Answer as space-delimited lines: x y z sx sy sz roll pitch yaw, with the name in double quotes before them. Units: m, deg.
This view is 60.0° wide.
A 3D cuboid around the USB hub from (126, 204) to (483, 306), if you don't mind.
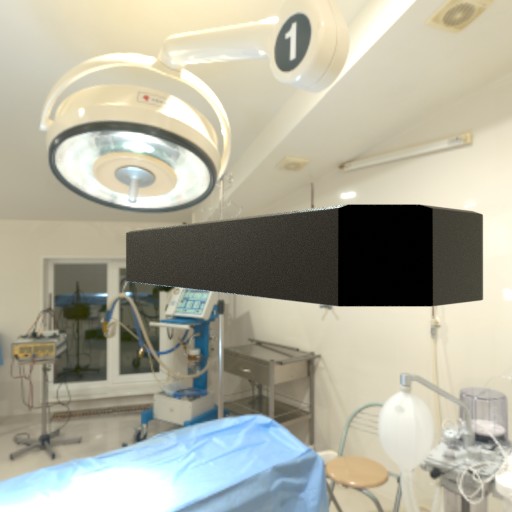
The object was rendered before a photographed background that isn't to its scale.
"USB hub" 0.000 0.000 0.161 0.044 0.023 0.145 0 0 -37
